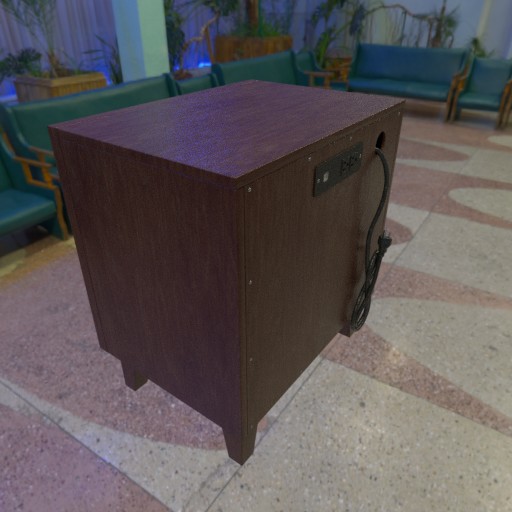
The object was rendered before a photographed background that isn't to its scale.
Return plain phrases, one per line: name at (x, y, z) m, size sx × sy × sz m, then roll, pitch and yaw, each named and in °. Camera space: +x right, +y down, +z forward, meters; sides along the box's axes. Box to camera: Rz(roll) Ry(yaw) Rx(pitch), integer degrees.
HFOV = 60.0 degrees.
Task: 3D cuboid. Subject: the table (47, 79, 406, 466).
table at (0.000, 0.000, 0.966) m, size 0.449 × 0.609 × 0.557 m, roll 21°, pitch 37°, yaw 31°
